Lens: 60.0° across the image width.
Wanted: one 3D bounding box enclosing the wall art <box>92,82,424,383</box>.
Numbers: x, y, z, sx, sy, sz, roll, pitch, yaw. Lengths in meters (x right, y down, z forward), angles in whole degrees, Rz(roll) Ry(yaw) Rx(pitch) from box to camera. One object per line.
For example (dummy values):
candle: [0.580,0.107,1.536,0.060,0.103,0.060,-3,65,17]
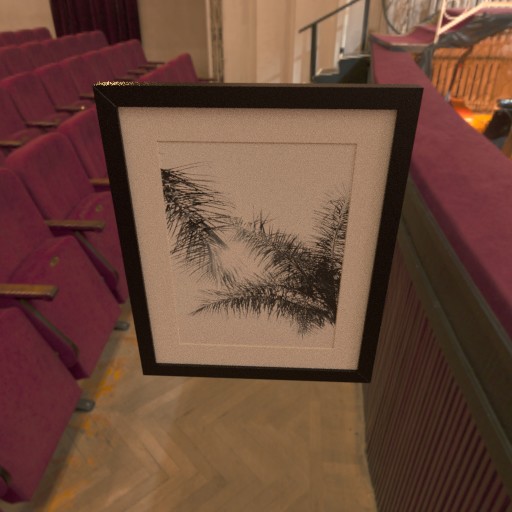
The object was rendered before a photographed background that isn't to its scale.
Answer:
wall art: [0.000,0.000,0.762,0.457,0.557,0.028,1,30,2]
